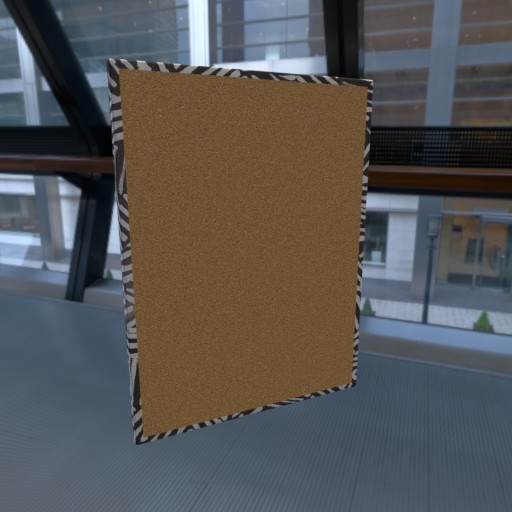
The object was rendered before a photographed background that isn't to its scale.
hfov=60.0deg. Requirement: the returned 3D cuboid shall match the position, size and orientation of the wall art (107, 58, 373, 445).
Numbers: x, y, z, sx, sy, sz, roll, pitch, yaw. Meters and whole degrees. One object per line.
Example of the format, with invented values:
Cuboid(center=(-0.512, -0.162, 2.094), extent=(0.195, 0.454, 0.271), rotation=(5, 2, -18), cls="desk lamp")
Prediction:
Cuboid(center=(0.000, 0.000, 1.307), extent=(0.765, 1.017, 0.038), rotation=(-6, 15, -24), cls="wall art")
